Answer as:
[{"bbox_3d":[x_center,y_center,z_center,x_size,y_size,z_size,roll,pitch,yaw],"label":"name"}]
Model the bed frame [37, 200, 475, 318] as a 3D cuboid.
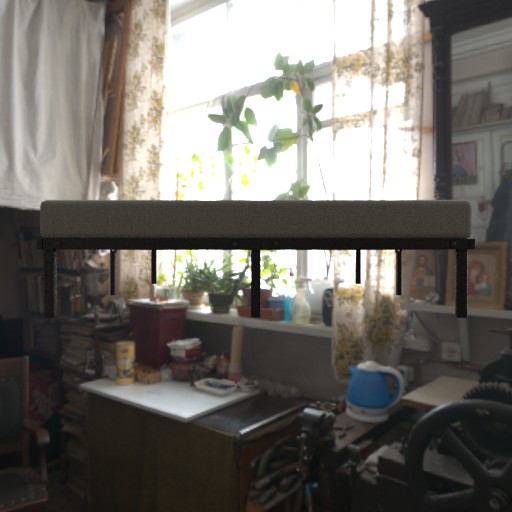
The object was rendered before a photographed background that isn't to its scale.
[{"bbox_3d":[0.000,0.000,3.848,2.526,0.680,2.635,0,1,0],"label":"bed frame"}]
